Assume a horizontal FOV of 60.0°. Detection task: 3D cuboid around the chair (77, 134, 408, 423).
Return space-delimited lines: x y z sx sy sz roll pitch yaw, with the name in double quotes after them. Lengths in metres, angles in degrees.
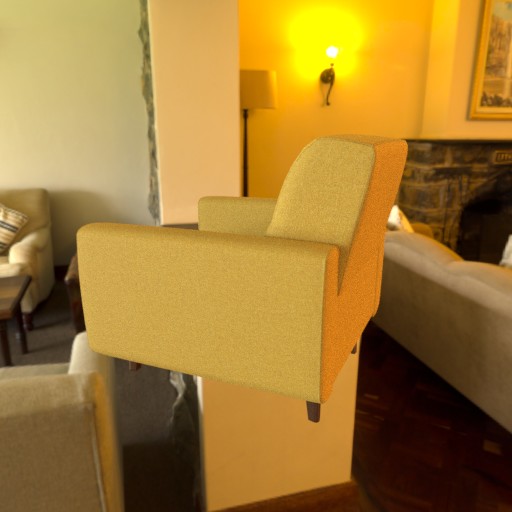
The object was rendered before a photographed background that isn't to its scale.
0.000 0.000 1.582 0.909 0.841 0.831 7 17 24 "chair"
